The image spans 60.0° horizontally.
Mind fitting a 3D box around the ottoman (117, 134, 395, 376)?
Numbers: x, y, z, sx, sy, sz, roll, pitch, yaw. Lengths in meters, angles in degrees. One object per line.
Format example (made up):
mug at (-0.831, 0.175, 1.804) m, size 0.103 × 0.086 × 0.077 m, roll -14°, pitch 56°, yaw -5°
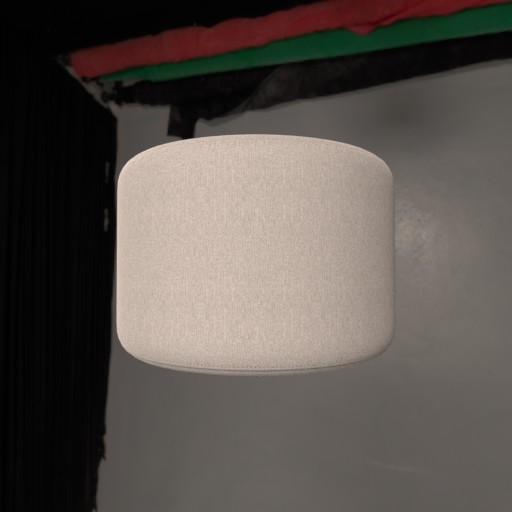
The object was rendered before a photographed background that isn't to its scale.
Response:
ottoman at (0.000, 0.000, 1.015) m, size 0.608 × 0.433 × 0.608 m, roll 0°, pitch -1°, yaw 0°
